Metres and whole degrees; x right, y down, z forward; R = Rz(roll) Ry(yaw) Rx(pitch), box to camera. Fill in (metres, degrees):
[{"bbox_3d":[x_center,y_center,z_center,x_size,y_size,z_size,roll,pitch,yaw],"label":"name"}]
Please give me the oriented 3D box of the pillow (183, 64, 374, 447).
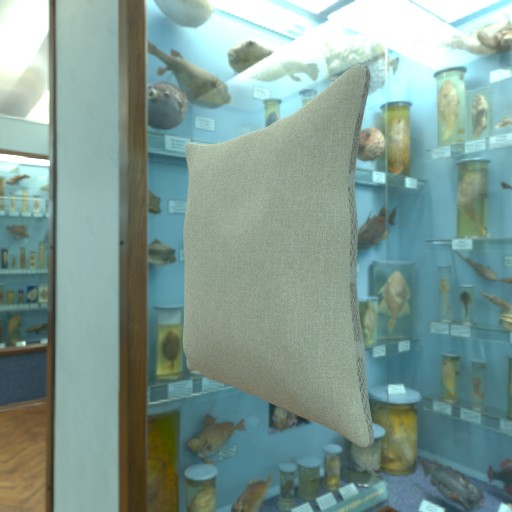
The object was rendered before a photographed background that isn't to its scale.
[{"bbox_3d":[0.000,0.000,0.674,0.138,0.432,0.436,0,0,-36],"label":"pillow"}]
